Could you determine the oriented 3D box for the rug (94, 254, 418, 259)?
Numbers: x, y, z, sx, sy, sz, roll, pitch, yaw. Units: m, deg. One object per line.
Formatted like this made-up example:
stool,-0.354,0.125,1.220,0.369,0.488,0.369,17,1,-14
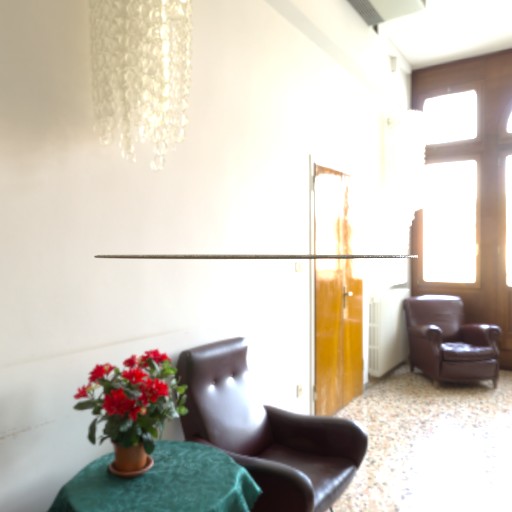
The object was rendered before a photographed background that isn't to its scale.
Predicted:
rug,0.000,0.000,2.322,1.593,0.012,1.593,0,0,0
